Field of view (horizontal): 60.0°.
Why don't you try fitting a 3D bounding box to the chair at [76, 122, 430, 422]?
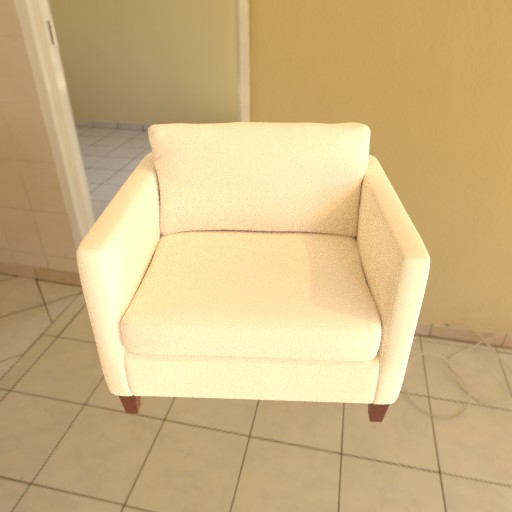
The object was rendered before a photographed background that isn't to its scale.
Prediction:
[{"bbox_3d":[0.000,0.000,1.693,1.019,0.885,0.878,1,32,2],"label":"chair"}]
